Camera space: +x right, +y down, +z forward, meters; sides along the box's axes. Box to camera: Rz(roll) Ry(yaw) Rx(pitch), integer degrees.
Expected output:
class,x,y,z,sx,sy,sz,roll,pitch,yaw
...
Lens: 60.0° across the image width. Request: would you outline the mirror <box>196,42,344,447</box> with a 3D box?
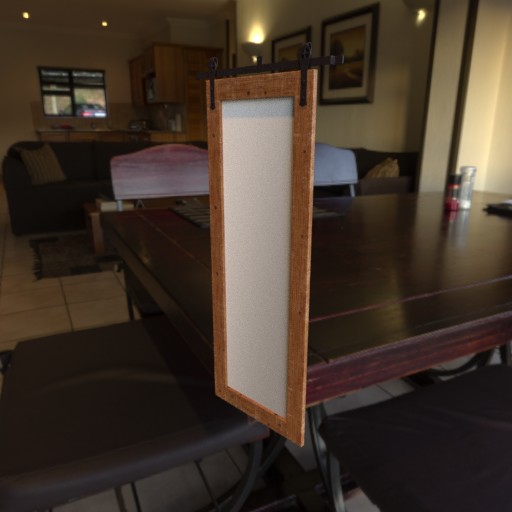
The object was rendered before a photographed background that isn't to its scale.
class,x,y,z,sx,sy,sz,roll,pitch,yaw
mirror,0.000,0.000,2.112,0.847,1.793,0.042,15,22,42
